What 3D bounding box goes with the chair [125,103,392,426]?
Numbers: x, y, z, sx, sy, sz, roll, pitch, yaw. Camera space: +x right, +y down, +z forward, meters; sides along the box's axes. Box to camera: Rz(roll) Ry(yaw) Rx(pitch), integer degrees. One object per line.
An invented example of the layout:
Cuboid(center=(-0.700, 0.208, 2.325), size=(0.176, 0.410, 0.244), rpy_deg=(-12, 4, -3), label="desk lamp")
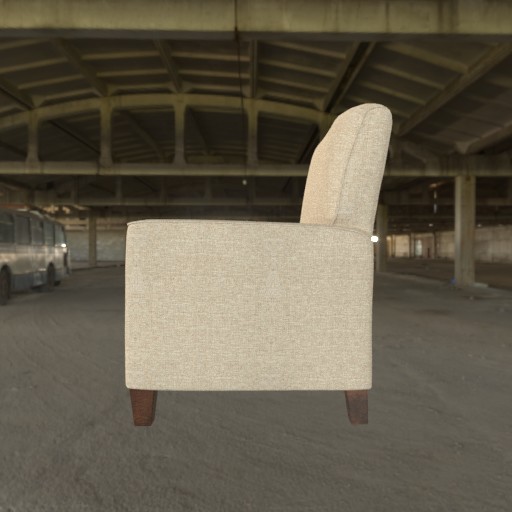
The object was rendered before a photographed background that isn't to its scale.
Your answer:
Cuboid(center=(0.000, 0.000, 1.726), size=(0.858, 1.028, 0.841), rpy_deg=(0, 1, -1), label="chair")
